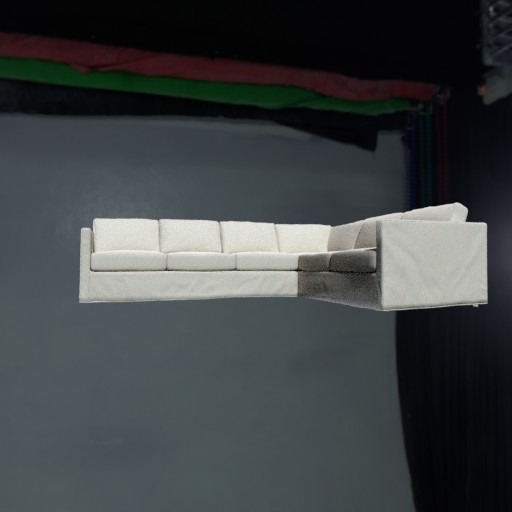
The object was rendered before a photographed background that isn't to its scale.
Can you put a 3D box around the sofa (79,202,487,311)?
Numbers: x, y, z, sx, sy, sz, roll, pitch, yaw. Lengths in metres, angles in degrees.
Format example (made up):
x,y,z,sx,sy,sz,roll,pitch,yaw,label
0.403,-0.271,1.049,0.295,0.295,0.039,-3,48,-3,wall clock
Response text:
x,y,z,sx,sy,sz,roll,pitch,yaw,label
0.000,0.000,4.247,3.182,0.871,2.432,0,-1,-18,sofa
